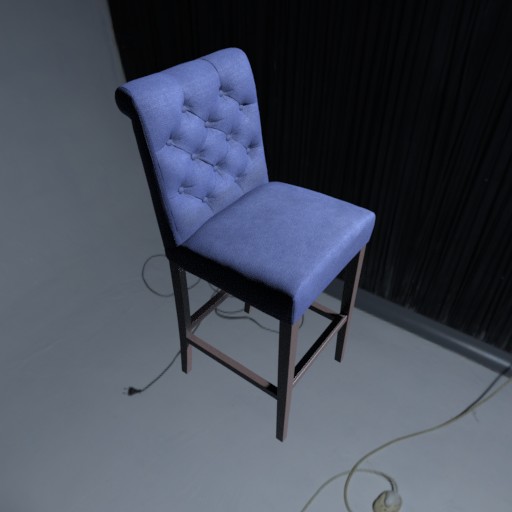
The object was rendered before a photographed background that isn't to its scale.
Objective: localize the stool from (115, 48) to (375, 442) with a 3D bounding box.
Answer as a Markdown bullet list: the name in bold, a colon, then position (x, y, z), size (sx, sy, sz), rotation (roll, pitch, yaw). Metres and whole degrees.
- **stool**: position (0.000, 0.000, 1.481), size (0.601, 1.140, 0.493), rotation (25, 46, 27)
